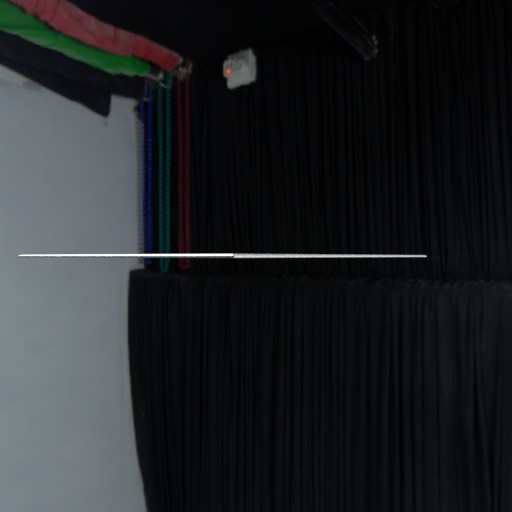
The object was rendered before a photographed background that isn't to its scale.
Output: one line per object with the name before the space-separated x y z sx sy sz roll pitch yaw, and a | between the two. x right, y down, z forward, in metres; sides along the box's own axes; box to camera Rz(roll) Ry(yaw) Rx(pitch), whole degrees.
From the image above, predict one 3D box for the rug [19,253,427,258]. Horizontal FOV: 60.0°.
rug | 0.000 0.000 3.447 1.819 0.018 2.746 0 0 37
